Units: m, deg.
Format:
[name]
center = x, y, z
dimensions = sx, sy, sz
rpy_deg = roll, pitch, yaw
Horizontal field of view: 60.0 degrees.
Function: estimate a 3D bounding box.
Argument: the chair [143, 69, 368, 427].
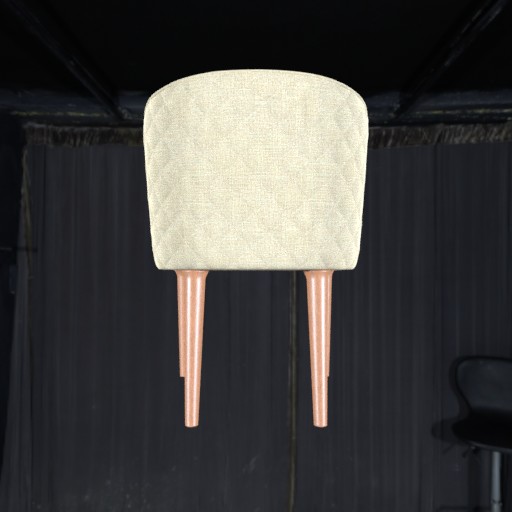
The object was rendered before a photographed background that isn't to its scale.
[chair]
center = 0.000, 0.000, 1.216
dimensions = 0.584, 0.775, 0.616
rpy_deg = 0, -2, 0
